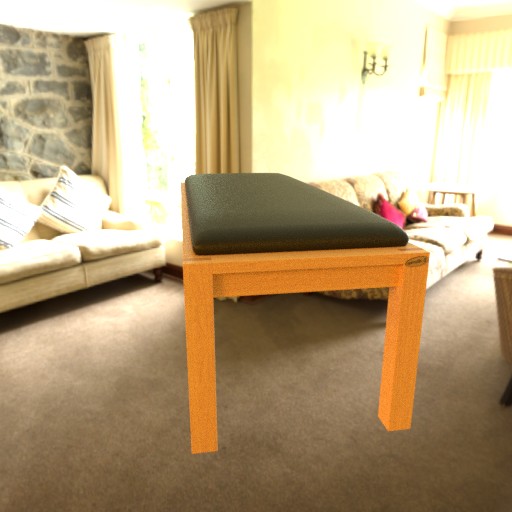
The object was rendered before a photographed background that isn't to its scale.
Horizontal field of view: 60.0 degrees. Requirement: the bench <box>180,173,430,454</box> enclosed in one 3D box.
[{"bbox_3d":[0.000,0.000,1.393,0.450,0.430,1.202,-3,16,-9],"label":"bench"}]
